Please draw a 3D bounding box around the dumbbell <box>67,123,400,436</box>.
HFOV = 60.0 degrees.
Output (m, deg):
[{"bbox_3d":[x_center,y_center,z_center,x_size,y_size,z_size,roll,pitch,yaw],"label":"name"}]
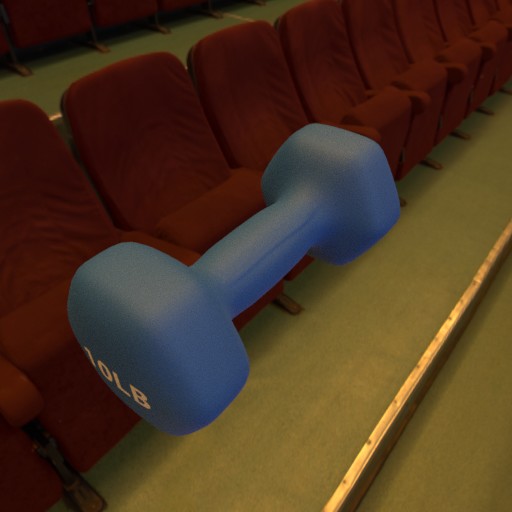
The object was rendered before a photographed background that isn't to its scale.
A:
[{"bbox_3d":[0.000,0.000,0.264,0.103,0.093,0.212,28,48,28],"label":"dumbbell"}]
